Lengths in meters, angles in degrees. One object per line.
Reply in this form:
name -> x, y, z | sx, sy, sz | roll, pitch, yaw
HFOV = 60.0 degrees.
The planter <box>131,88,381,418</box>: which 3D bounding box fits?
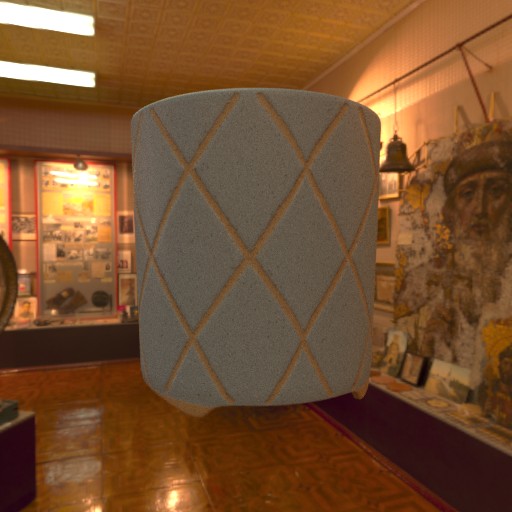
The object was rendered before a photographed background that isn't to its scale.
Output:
planter -> 0.000, 0.000, 0.353 | 0.191, 0.200, 0.191 | 0, 1, 0
